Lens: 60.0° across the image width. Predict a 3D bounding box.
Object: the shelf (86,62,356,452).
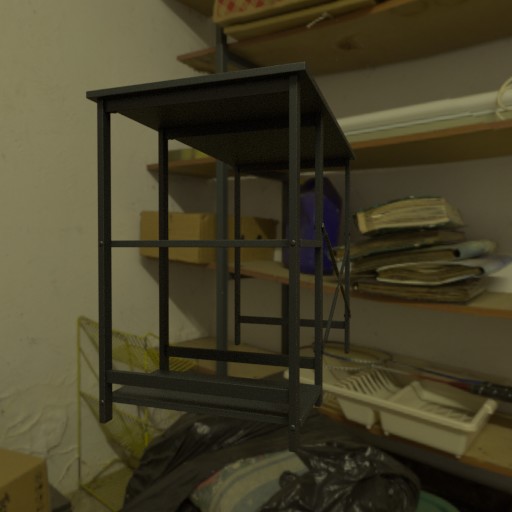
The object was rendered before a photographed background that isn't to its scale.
[{"bbox_3d":[0.000,0.000,1.344,0.498,0.749,0.902,0,1,19],"label":"shelf"}]
